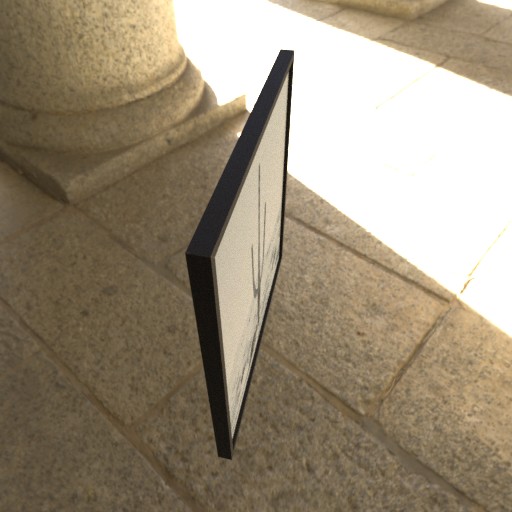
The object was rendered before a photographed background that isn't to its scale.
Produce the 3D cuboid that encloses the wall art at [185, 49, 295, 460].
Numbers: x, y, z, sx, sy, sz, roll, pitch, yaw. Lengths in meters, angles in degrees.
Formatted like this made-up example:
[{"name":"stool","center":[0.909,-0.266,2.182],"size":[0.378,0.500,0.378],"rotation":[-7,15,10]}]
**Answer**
[{"name":"wall art","center":[0.000,0.000,1.154],"size":[0.038,0.762,0.762],"rotation":[9,46,9]}]
